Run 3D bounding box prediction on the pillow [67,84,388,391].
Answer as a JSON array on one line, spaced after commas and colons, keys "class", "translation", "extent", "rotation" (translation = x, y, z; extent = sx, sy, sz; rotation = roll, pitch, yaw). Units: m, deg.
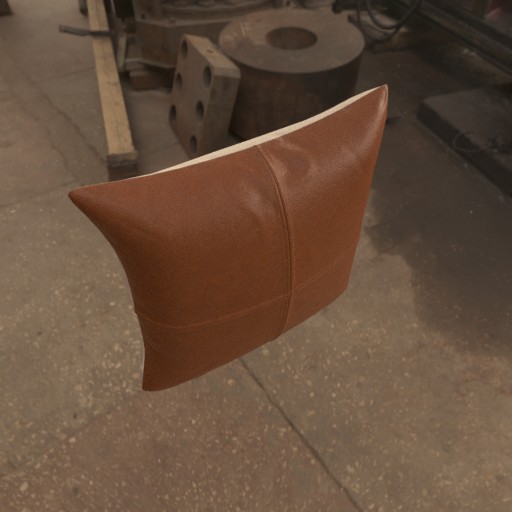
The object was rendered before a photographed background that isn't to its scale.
[{"class": "pillow", "translation": [0.000, 0.000, 0.761], "extent": [0.501, 0.477, 0.192], "rotation": [-25, 51, -22]}]
